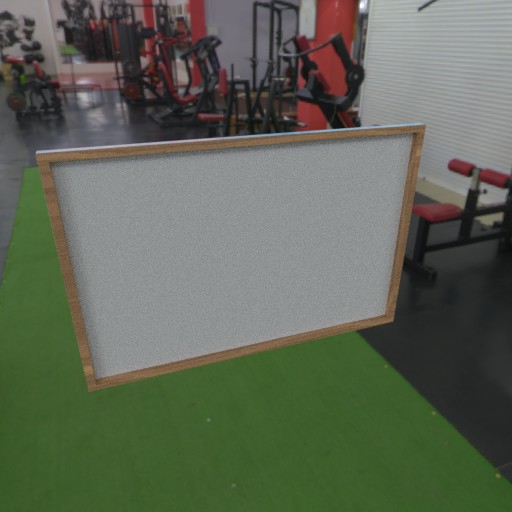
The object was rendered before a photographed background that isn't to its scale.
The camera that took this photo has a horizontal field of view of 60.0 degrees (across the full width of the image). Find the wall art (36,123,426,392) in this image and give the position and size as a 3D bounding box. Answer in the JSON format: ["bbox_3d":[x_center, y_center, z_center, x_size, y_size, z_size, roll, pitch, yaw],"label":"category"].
[{"bbox_3d":[0.000,0.000,1.419,1.137,0.756,0.034,-9,28,-18],"label":"wall art"}]
